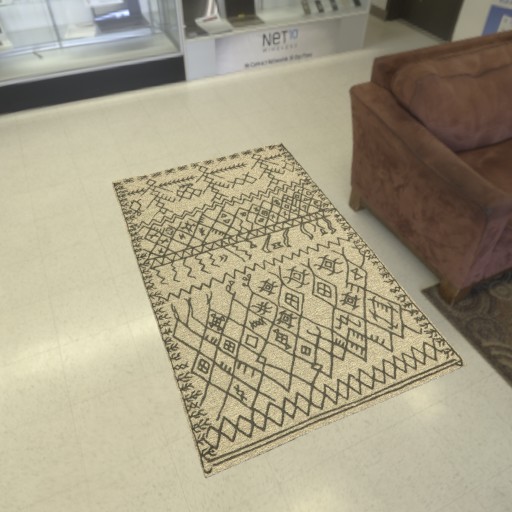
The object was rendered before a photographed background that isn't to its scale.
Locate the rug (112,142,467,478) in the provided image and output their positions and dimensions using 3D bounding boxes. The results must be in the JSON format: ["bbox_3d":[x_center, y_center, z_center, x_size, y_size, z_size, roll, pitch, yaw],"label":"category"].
[{"bbox_3d":[0.000,0.000,3.030,1.530,0.012,2.444,-17,49,-15],"label":"rug"}]
